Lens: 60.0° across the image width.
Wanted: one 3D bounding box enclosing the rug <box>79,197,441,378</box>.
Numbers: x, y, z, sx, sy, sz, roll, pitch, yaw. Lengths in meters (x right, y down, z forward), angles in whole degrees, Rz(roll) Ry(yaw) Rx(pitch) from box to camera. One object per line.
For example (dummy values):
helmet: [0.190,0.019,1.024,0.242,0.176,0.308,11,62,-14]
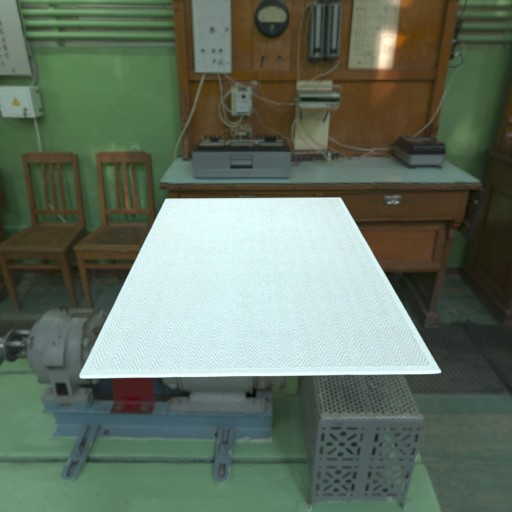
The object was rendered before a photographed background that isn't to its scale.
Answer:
rug: [0.000,0.000,2.866,1.532,0.017,2.244,0,27,-1]
